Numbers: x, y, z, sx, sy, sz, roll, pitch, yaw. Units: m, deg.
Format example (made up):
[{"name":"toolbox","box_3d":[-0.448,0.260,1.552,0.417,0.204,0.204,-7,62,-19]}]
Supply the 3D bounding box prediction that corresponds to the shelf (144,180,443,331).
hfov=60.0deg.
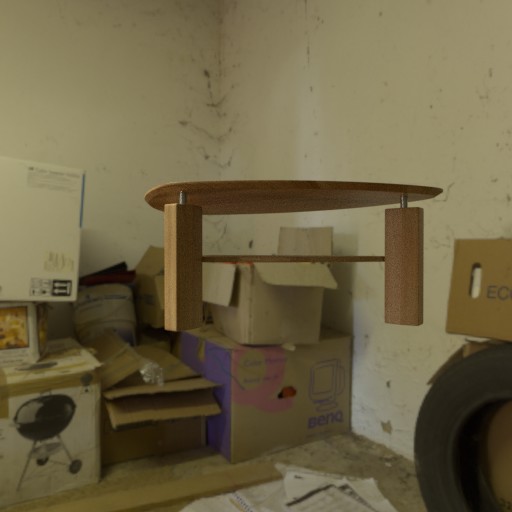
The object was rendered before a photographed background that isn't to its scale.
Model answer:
[{"name":"shelf","box_3d":[0.000,0.000,1.660,1.240,0.439,0.863,0,1,36]}]
